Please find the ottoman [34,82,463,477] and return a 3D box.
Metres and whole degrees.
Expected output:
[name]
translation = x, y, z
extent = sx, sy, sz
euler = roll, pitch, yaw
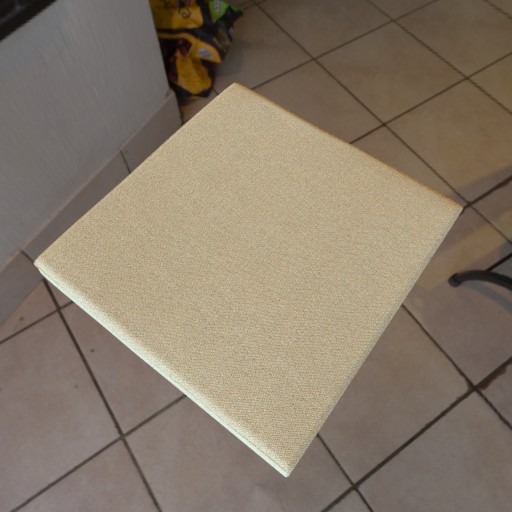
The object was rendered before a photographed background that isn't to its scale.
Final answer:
[ottoman]
translation = 0.000, 0.000, 1.536
extent = 0.968, 0.379, 1.004
euler = 34, 68, 16
